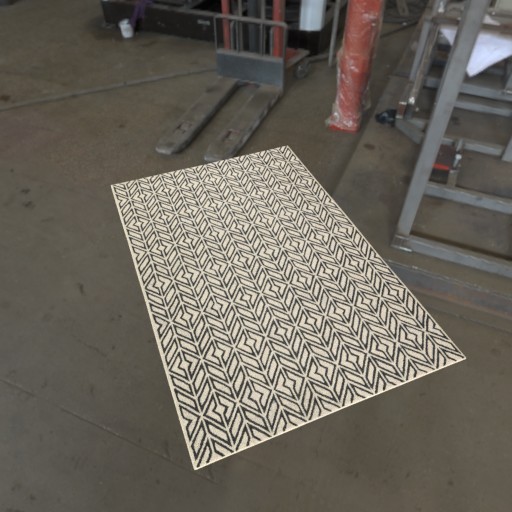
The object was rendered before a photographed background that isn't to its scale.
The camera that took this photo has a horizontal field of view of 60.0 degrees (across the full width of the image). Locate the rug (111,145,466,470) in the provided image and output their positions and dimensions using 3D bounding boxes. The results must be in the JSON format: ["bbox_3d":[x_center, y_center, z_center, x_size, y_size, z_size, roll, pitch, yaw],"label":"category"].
[{"bbox_3d":[0.000,0.000,2.346,1.220,0.007,1.828,-16,48,-15],"label":"rug"}]
